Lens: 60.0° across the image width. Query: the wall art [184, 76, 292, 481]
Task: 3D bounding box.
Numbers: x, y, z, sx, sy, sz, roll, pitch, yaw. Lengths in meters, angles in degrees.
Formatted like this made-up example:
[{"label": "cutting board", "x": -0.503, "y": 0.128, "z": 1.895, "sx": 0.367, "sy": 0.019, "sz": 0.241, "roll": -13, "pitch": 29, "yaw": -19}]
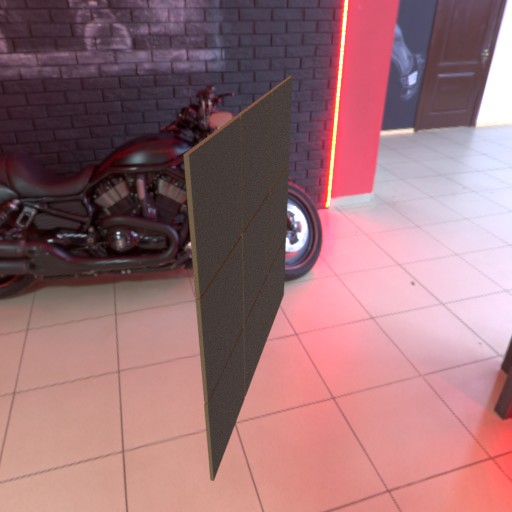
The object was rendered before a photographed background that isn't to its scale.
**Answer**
[{"label": "wall art", "x": 0.000, "y": 0.000, "z": 2.281, "sx": 0.017, "sy": 1.521, "sz": 1.527, "roll": 8, "pitch": 31, "yaw": 13}]
